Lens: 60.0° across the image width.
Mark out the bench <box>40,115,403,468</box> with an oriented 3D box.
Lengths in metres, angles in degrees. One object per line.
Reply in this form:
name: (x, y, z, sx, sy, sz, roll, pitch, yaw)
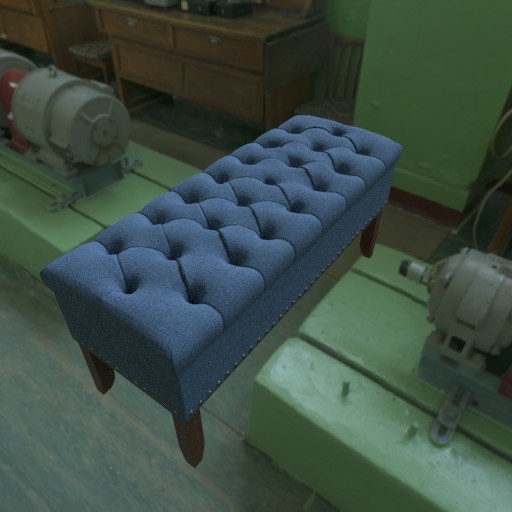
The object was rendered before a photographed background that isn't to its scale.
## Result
bench: (0.000, 0.000, 1.326, 0.417, 0.492, 1.052, 25, 46, 27)
